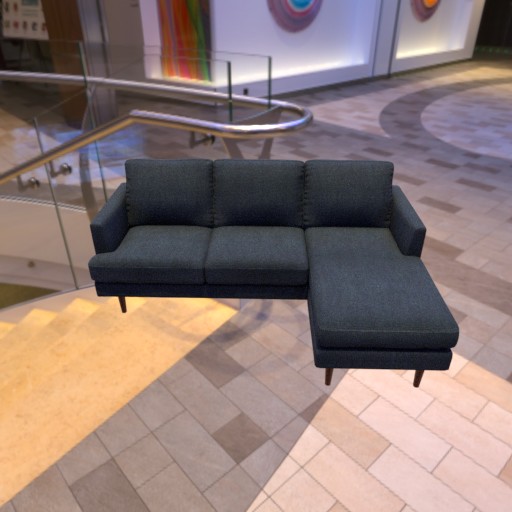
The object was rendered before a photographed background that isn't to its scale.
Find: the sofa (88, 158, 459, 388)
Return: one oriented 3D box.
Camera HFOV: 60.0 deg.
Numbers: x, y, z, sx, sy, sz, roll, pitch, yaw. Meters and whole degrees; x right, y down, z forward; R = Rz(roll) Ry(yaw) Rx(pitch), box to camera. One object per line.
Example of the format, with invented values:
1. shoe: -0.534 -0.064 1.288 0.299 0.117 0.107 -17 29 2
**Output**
1. sofa: 0.000 0.000 3.003 2.233 0.956 1.504 1 31 1
